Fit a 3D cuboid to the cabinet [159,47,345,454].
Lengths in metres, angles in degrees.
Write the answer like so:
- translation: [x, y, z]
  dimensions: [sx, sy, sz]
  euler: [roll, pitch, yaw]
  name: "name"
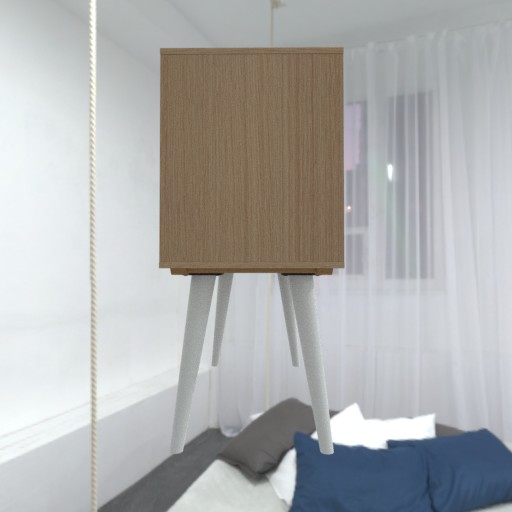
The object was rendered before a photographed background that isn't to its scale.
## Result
- translation: [0.000, 0.000, 1.622]
  dimensions: [0.470, 1.016, 1.057]
  euler: [0, -1, 1]
  name: "cabinet"
